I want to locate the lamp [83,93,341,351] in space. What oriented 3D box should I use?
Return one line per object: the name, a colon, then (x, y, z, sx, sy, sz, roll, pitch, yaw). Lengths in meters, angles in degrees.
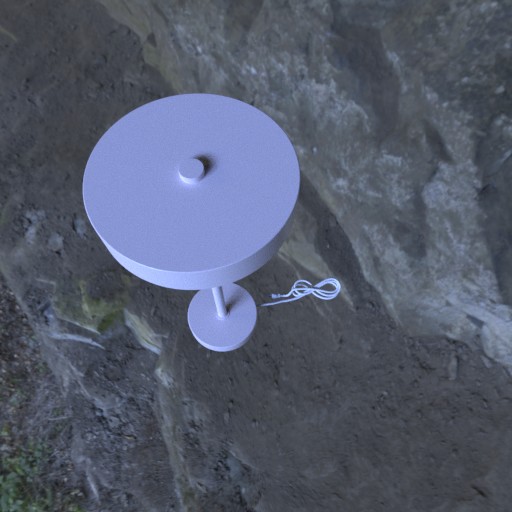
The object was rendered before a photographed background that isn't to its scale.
lamp: (0.000, 0.000, 0.698, 0.369, 0.508, 0.229, -16, 65, -7)
